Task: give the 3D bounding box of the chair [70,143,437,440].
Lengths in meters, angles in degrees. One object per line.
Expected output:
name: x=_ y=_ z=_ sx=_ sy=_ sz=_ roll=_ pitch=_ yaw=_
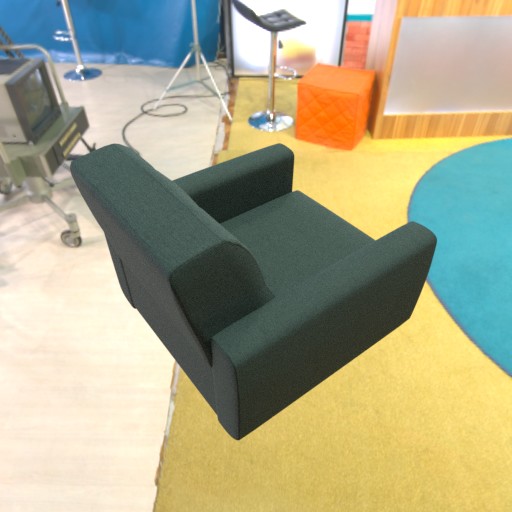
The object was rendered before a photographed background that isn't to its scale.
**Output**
chair: x=0.000 y=0.000 z=1.550 sx=0.909 sy=0.841 sz=0.831 roll=-27 pitch=48 yaw=-27
